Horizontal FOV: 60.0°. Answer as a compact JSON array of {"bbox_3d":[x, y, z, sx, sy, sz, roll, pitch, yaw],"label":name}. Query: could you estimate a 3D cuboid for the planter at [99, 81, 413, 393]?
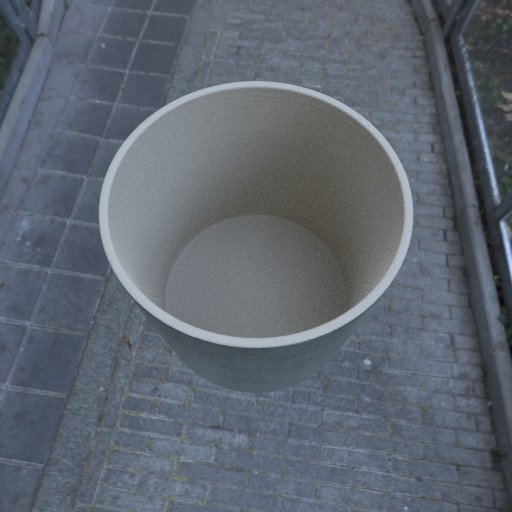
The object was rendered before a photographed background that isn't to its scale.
[{"bbox_3d":[0.000,0.000,0.405,0.221,0.201,0.221,0,64,0],"label":"planter"}]
